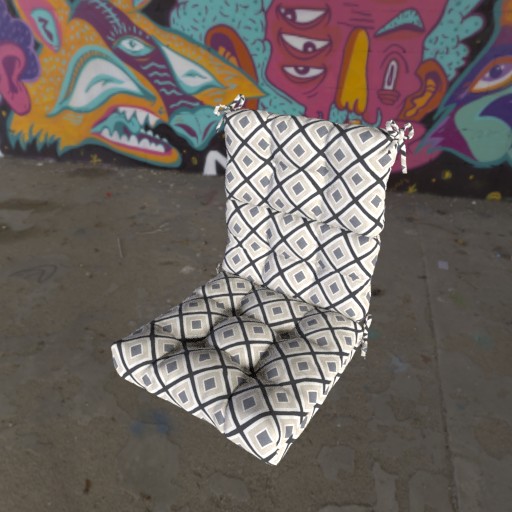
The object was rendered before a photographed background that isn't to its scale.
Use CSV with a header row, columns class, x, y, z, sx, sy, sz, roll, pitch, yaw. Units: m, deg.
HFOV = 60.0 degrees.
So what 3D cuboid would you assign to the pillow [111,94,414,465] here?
class,x,y,z,sx,sy,sz,roll,pitch,yaw
pillow,0.000,0.000,1.037,0.519,0.605,0.571,19,35,29
